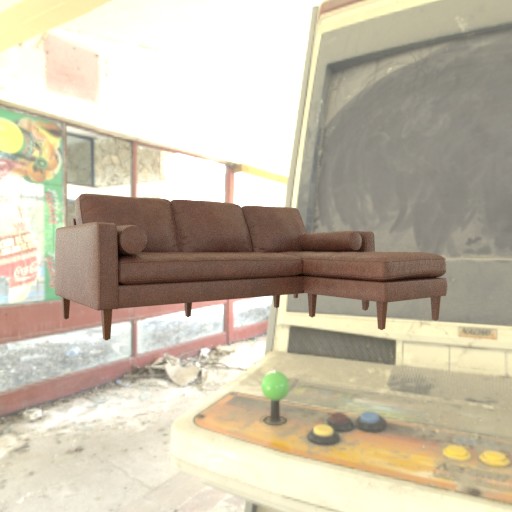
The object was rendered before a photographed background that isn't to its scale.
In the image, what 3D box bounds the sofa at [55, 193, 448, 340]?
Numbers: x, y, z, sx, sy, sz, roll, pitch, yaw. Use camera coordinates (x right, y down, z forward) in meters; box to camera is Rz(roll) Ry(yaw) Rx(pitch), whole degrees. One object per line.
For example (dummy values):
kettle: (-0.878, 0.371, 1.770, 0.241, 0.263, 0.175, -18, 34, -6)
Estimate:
sofa: (0.000, 0.000, 2.949, 2.185, 0.841, 1.613, -1, 1, -37)
